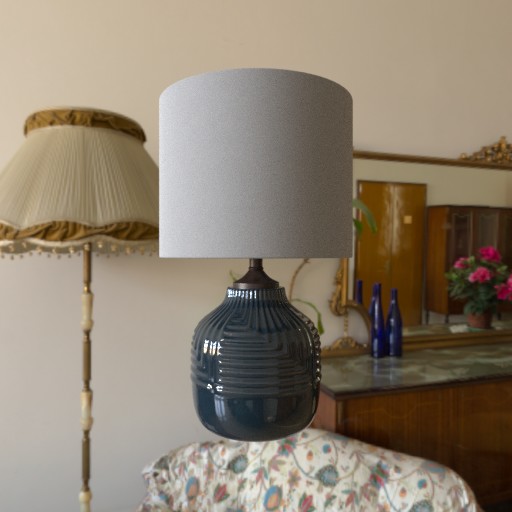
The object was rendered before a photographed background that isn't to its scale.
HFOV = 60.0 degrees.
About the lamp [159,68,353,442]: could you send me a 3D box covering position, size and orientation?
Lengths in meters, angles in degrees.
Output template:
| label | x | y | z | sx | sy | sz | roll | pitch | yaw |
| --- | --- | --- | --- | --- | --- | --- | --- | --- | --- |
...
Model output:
| label | x | y | z | sx | sy | sz | roll | pitch | yaw |
| --- | --- | --- | --- | --- | --- | --- | --- | --- | --- |
| lamp | 0.000 | 0.000 | 0.745 | 0.318 | 0.567 | 0.318 | 0 | 0 | 0 |
